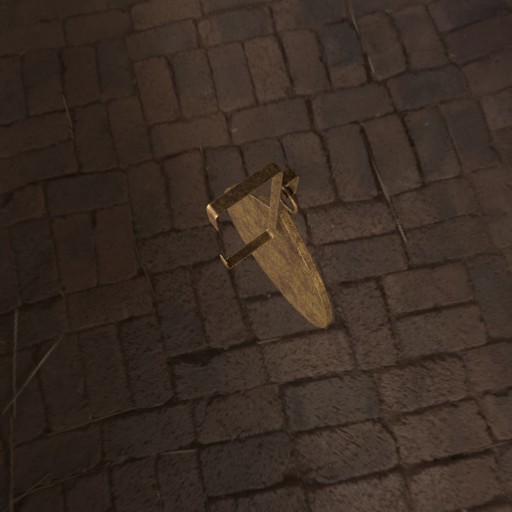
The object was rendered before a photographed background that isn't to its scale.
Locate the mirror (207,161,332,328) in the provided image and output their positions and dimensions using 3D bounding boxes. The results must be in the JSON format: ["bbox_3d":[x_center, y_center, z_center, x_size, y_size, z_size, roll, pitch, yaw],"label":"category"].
[{"bbox_3d":[0.000,0.000,0.924,0.144,0.744,0.405,-36,78,-9],"label":"mirror"}]
